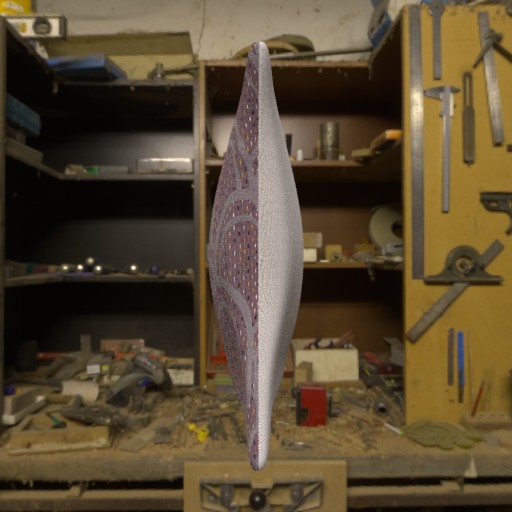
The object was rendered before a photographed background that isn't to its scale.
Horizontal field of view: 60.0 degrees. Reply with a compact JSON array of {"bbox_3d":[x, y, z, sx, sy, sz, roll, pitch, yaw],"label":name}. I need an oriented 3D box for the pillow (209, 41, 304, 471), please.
[{"bbox_3d":[0.000,0.000,0.779,0.163,0.513,0.514,0,0,0],"label":"pillow"}]
